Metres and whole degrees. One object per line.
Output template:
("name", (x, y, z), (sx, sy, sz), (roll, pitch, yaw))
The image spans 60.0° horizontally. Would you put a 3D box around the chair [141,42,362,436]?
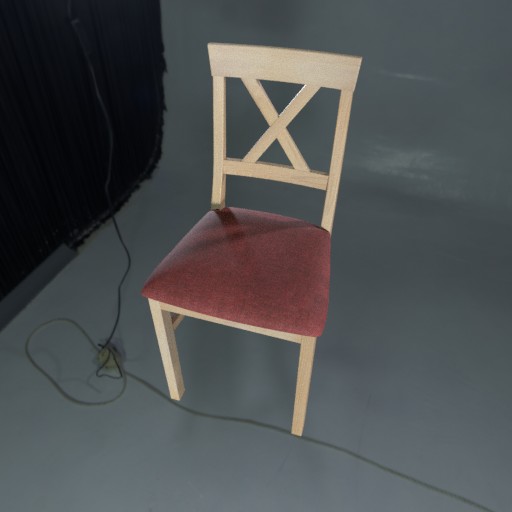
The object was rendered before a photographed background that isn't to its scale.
("chair", (0.000, 0.000, 1.177), (0.439, 0.912, 0.492), (12, 42, 13))
